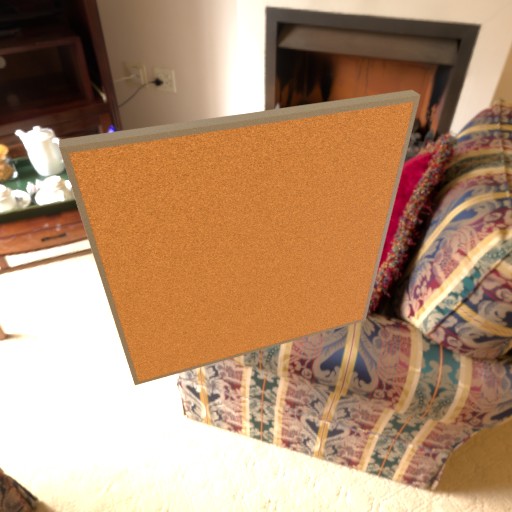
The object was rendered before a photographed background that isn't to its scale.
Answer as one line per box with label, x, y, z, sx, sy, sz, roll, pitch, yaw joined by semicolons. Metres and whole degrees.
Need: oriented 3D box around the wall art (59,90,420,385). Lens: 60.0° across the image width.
wall art;0.000;0.000;1.223;0.809;0.807;0.038;-13;43;-14
